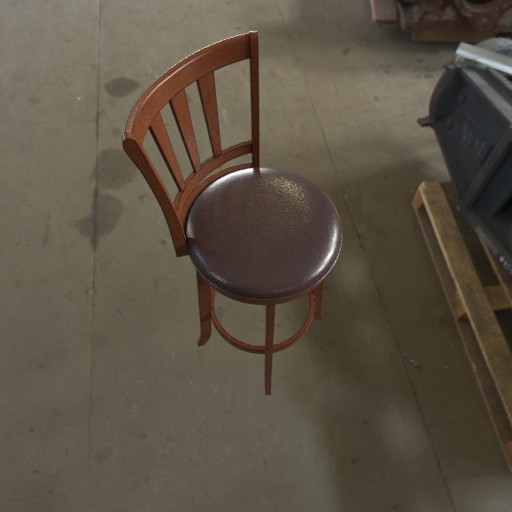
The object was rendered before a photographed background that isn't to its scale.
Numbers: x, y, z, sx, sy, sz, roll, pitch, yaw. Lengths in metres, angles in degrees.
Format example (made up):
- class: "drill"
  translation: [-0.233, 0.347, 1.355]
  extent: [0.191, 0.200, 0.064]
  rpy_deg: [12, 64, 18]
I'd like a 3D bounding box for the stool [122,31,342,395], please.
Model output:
- class: "stool"
  translation: [0.000, 0.000, 1.423]
  extent: [0.503, 1.177, 0.464]
  rpy_deg: [31, 63, 18]
